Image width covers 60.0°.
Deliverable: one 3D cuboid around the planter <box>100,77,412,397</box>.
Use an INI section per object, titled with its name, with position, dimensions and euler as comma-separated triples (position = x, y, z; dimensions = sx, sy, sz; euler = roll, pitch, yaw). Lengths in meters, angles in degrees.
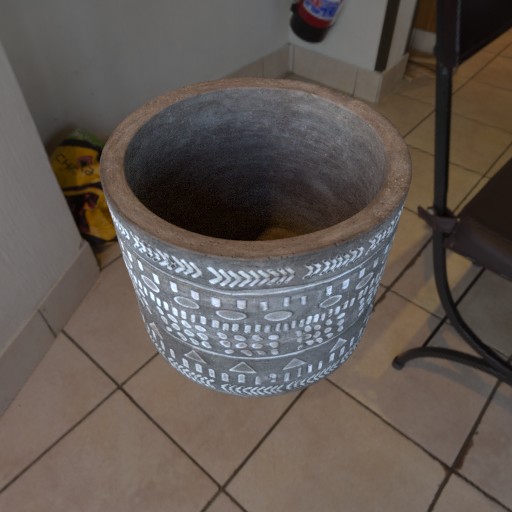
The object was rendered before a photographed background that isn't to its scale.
[planter]
position = 0.000, 0.000, 0.258
dimensions = 0.142, 0.149, 0.142
euler = 0, 47, 0
